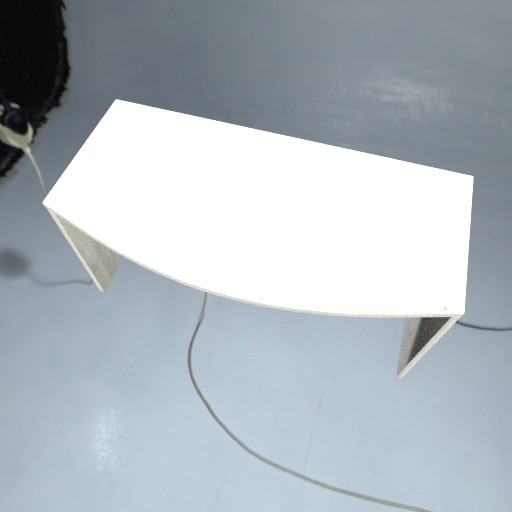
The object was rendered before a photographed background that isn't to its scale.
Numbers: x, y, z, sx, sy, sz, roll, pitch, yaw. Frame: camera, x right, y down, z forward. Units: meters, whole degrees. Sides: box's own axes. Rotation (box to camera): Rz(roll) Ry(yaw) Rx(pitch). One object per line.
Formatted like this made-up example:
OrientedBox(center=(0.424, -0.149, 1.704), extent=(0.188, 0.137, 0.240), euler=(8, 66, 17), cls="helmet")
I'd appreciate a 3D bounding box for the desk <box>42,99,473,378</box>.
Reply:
OrientedBox(center=(0.000, 0.000, 2.042), extent=(1.600, 0.752, 0.802), euler=(15, 59, 9), cls="desk")
